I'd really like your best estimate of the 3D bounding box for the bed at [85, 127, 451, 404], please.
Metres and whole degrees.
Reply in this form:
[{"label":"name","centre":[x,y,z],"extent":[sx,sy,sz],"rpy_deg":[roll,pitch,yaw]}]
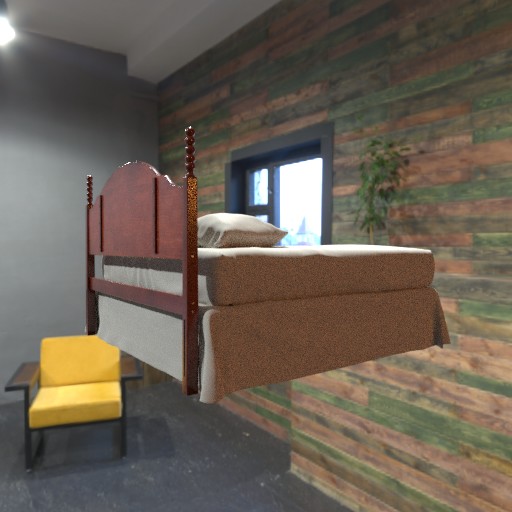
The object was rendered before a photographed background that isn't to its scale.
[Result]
[{"label":"bed","centre":[0.000,0.000,3.628],"extent":[2.219,1.355,2.322],"rpy_deg":[-1,1,-35]}]
